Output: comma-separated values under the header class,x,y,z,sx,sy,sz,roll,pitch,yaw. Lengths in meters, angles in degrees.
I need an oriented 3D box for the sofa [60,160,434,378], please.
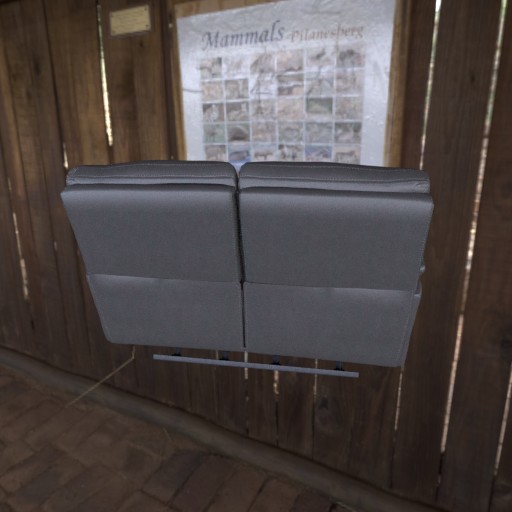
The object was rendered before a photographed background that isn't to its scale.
class,x,y,z,sx,sy,sz,roll,pitch,yaw
sofa,0.000,0.000,2.503,1.765,1.111,1.104,3,16,9
